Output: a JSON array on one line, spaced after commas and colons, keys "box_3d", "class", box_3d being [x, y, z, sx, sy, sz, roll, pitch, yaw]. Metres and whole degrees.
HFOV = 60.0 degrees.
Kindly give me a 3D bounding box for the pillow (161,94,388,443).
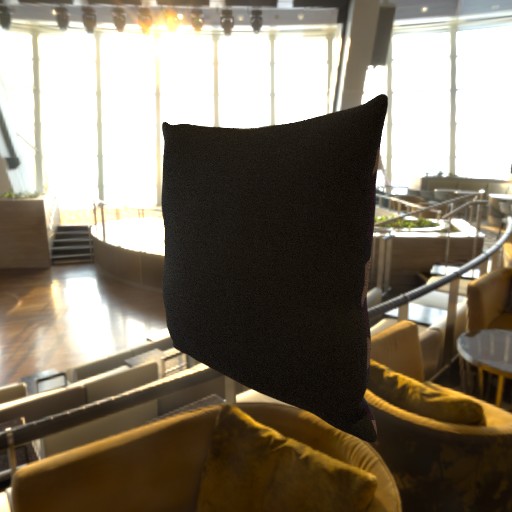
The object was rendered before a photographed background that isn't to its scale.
[{"box_3d": [0.000, 0.000, 0.779, 0.503, 0.496, 0.208, 12, 17, 42], "class": "pillow"}]
